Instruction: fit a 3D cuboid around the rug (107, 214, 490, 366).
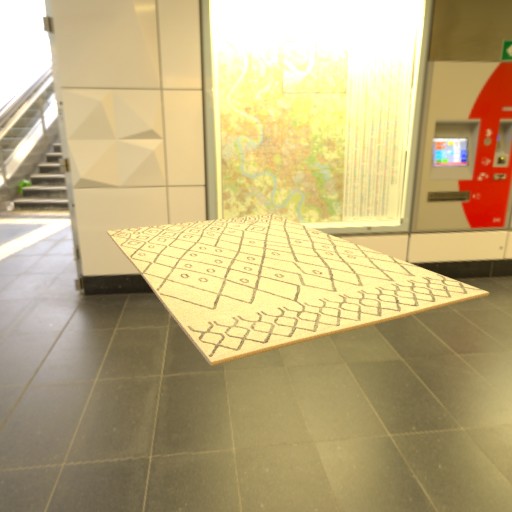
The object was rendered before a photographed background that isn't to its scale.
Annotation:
[{"bbox_3d":[0.000,0.000,2.324,1.222,0.015,1.828,-8,19,-26],"label":"rug"}]
